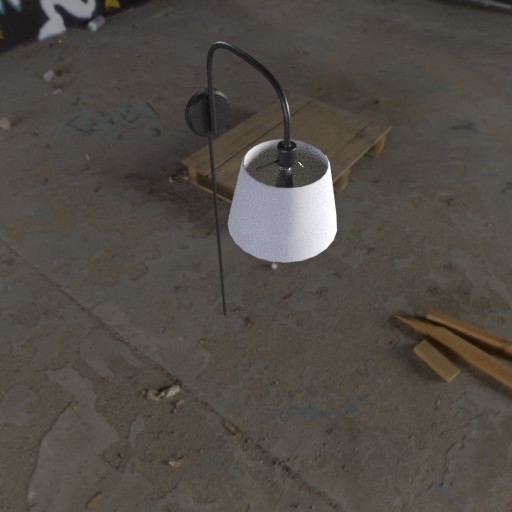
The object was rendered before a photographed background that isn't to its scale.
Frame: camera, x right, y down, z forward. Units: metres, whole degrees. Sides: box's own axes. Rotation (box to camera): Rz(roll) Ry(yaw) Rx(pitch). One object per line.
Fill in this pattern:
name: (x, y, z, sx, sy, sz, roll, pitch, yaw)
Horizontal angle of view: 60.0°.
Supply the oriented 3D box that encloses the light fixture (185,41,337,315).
light fixture: (0.000, 0.000, 0.457, 0.092, 0.399, 0.176, -24, 51, -22)
